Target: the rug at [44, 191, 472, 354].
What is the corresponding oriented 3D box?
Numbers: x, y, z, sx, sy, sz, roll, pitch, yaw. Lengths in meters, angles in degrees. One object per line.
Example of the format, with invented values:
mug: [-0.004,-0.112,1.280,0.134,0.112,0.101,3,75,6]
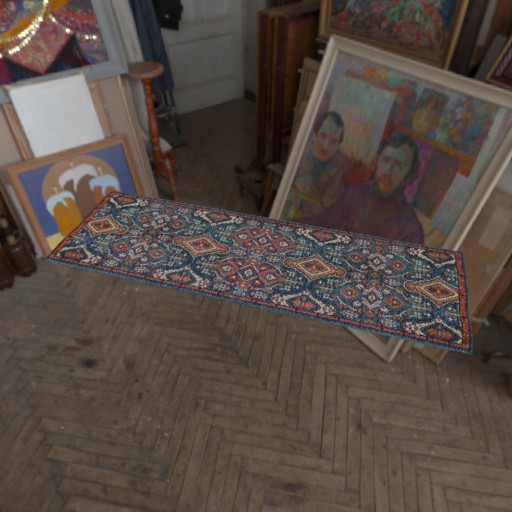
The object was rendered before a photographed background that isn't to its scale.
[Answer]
rug: [0.000,0.000,2.716,2.459,0.010,0.801,11,43,12]
